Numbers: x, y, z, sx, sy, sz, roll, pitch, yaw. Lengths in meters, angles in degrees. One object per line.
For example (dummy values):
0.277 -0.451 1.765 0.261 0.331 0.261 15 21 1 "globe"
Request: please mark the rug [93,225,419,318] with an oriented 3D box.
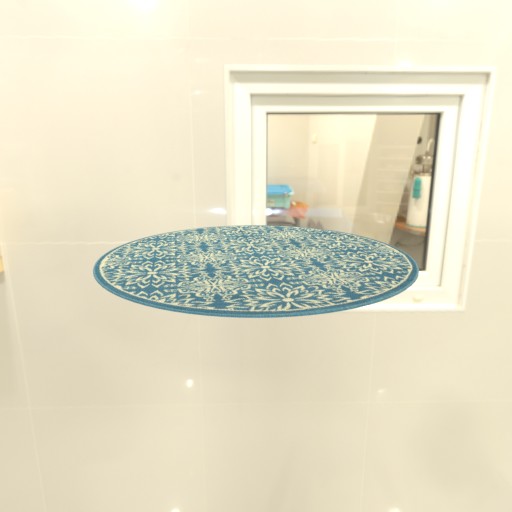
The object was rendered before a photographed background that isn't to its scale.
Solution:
0.000 0.000 2.297 1.593 0.012 1.593 0 15 0 "rug"
